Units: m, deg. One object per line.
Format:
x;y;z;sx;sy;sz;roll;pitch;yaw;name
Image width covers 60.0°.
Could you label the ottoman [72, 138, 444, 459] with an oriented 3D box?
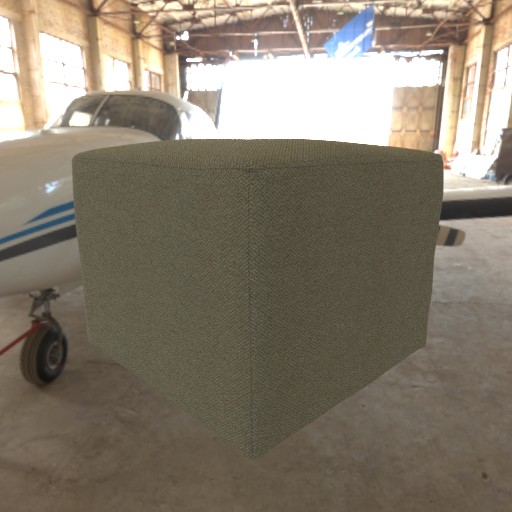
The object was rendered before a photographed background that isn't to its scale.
0.000;0.000;0.881;0.512;0.453;0.521;-14;20;-42;ottoman
